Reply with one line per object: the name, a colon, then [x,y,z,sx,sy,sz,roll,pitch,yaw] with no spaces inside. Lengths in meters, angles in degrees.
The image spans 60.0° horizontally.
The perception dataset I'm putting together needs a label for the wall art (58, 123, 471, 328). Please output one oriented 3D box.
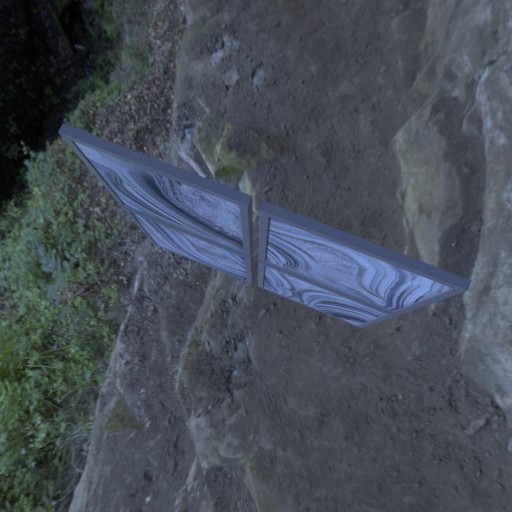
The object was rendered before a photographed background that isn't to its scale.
wall art: [0.000,0.000,1.667,1.118,1.118,0.029,22,77,5]
